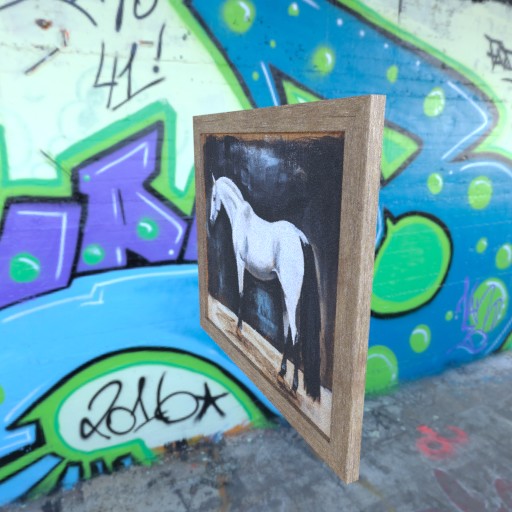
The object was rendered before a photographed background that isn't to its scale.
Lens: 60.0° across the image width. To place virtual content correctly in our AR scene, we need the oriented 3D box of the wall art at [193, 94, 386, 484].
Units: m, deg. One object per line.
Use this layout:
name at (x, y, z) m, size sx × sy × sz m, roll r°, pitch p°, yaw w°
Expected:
wall art at (0.000, 0.000, 0.934) m, size 0.026 × 0.588 × 0.690 m, roll -7°, pitch 17°, yaw -26°
